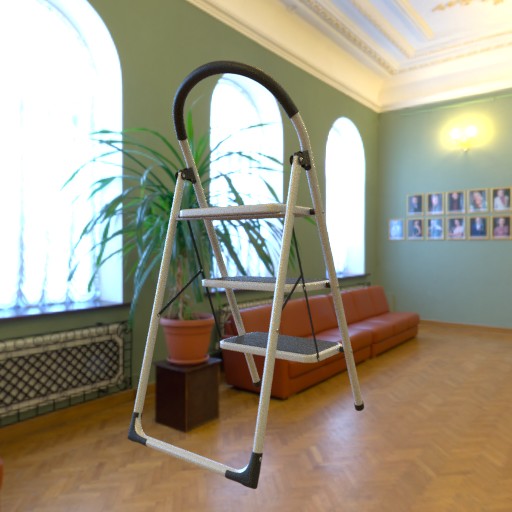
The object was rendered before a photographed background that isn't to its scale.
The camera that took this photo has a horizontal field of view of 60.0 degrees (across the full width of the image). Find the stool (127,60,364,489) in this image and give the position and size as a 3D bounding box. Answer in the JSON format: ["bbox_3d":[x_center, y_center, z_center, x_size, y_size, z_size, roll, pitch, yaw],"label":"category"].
[{"bbox_3d":[0.000,0.000,1.457,0.485,1.109,0.676,1,1,36],"label":"stool"}]
